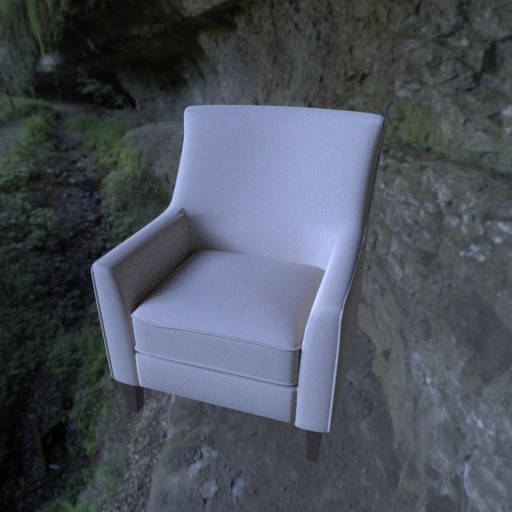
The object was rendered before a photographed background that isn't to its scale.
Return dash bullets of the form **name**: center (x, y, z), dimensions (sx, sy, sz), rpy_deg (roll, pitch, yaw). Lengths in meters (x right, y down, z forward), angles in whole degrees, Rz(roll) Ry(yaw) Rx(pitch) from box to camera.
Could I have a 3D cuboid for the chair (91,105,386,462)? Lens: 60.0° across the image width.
- **chair**: center (0.000, 0.000, 1.574), dimensions (0.756, 0.916, 0.879), rpy_deg (8, 28, 16)
